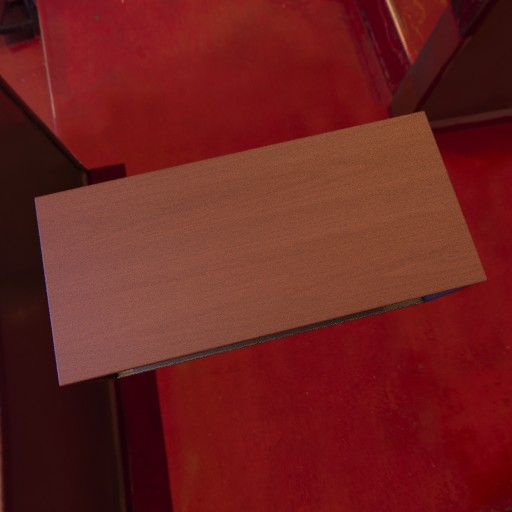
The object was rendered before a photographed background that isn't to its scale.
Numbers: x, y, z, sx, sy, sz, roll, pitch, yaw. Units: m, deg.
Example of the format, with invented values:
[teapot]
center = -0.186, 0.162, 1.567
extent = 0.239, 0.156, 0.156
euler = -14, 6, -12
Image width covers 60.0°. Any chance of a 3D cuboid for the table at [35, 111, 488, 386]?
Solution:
[table]
center = 0.000, 0.000, 1.354
extent = 1.100, 0.400, 0.500
euler = -13, 77, -3
